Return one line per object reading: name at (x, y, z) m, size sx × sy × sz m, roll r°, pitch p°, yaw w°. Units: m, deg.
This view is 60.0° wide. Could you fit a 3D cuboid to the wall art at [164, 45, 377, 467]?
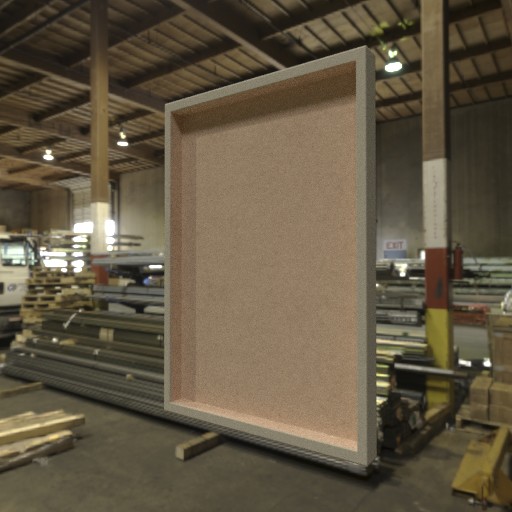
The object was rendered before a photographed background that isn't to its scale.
wall art at (0.000, 0.000, 0.776) m, size 0.418 × 0.608 × 0.038 m, roll -1°, pitch -1°, yaw 35°
